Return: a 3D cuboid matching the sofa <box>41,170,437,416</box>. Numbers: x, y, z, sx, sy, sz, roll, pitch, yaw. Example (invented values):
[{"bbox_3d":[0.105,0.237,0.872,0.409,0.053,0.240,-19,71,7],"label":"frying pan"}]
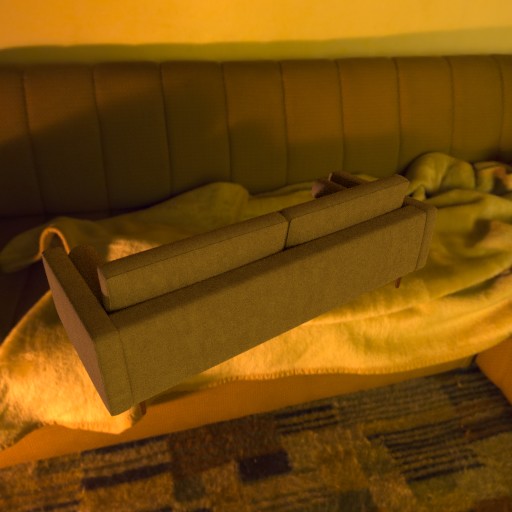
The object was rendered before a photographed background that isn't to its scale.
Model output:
[{"bbox_3d":[0.000,0.000,2.665,2.200,0.770,0.919,-20,36,-30],"label":"sofa"}]
